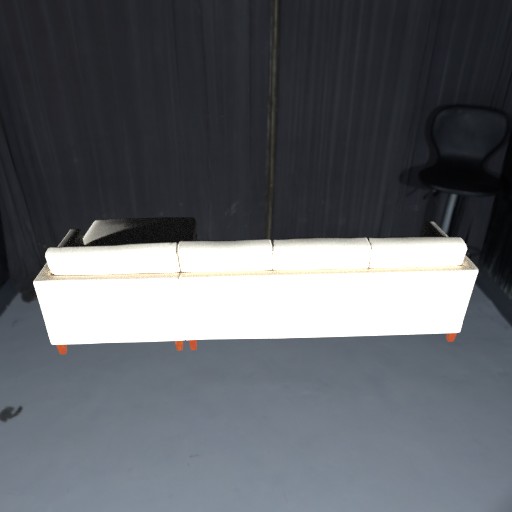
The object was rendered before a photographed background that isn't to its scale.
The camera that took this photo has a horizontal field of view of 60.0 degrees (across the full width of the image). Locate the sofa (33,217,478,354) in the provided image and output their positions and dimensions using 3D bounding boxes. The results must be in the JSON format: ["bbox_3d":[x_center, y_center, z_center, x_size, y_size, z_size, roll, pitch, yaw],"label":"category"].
[{"bbox_3d":[0.000,0.000,4.217,3.471,0.954,1.603,-1,30,-2],"label":"sofa"}]
